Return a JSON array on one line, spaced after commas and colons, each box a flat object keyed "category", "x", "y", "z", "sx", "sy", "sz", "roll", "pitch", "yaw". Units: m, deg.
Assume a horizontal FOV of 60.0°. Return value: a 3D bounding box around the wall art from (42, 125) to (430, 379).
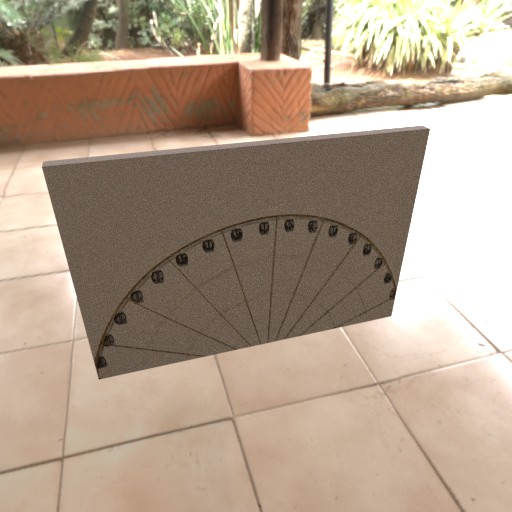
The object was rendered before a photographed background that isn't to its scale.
[{"category": "wall art", "x": 0.000, "y": 0.000, "z": 1.162, "sx": 0.898, "sy": 0.601, "sz": 0.038, "roll": -9, "pitch": 33, "yaw": -14}]
